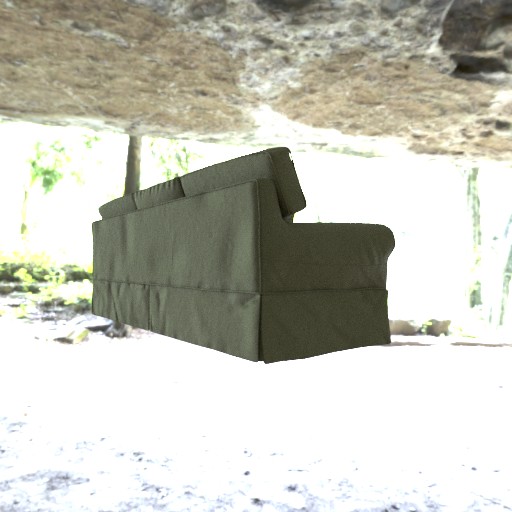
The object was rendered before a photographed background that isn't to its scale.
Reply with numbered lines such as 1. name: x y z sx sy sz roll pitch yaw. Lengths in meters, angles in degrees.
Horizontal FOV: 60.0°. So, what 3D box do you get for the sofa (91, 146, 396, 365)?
1. sofa: 0.000 0.000 3.319 1.733 0.978 2.475 1 -2 -37
